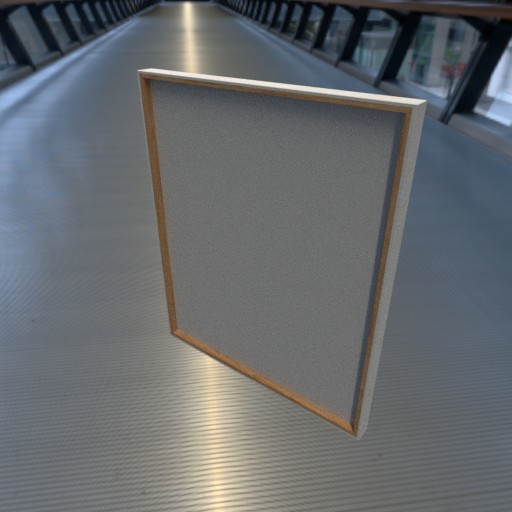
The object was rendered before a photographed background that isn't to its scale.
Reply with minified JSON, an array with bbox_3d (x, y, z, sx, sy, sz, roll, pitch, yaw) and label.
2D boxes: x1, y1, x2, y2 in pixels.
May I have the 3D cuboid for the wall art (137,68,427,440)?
[{"bbox_3d":[0.000,0.000,0.823,0.508,0.606,0.037,20,36,31],"label":"wall art"}]
